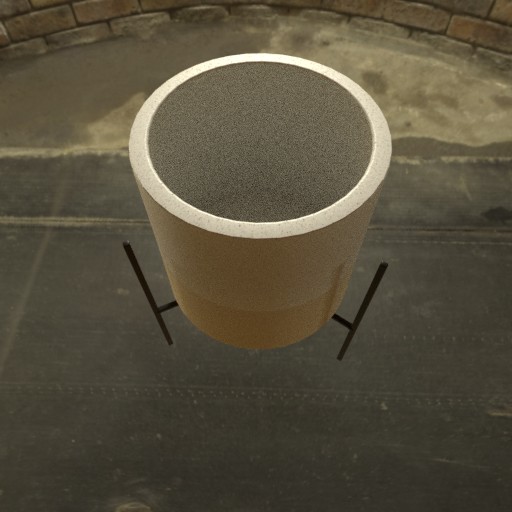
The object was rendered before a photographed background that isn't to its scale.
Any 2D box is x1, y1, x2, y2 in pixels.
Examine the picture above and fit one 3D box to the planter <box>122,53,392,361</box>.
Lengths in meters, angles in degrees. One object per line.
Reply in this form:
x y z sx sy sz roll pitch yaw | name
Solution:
0.000 0.000 0.541 0.267 0.362 0.263 -32 63 -18 | planter
